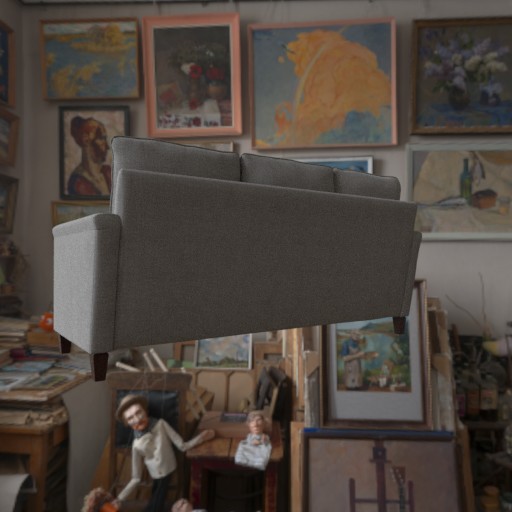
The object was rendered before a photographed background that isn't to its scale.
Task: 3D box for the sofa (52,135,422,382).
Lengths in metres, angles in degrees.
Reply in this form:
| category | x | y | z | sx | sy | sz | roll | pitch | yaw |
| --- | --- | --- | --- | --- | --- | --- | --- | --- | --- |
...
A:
| category | x | y | z | sx | sy | sz | roll | pitch | yaw |
| --- | --- | --- | --- | --- | --- | --- | --- | --- | --- |
| sofa | 0.000 | 0.000 | 2.422 | 1.925 | 0.959 | 0.828 | 0 | 0 | -35 |
